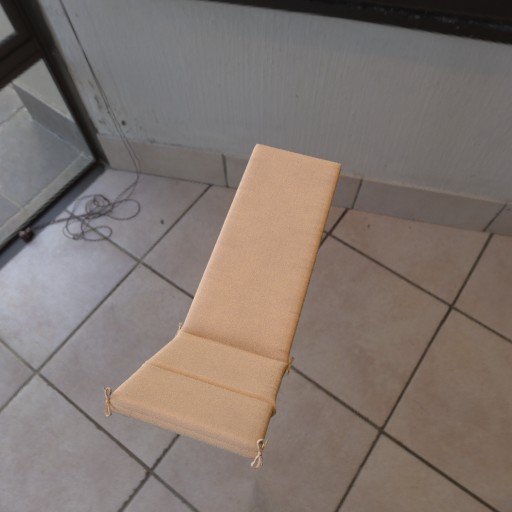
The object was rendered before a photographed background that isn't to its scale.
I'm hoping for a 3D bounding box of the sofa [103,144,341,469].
[{"bbox_3d":[0.000,0.000,1.996,0.582,0.622,1.663,16,64,8],"label":"sofa"}]
